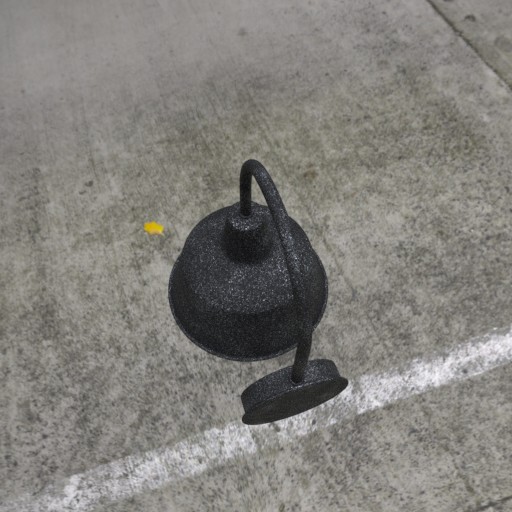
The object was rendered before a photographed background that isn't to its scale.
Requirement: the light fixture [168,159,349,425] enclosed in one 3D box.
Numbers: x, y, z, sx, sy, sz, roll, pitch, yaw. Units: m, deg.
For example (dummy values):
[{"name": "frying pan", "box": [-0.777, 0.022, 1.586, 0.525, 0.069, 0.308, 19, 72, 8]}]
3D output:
[{"name": "light fixture", "box": [0.000, 0.000, 0.480, 0.216, 0.300, 0.283, -15, 59, -10]}]
